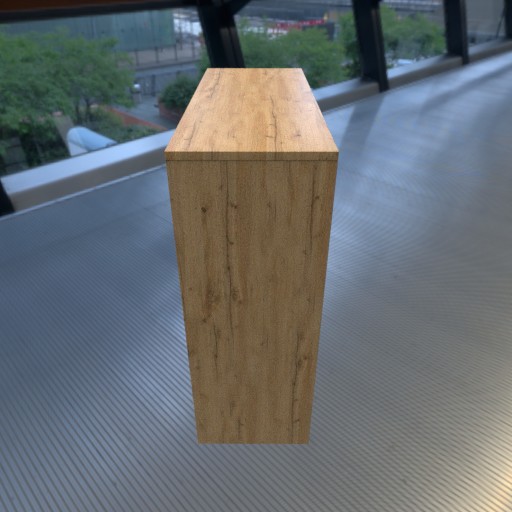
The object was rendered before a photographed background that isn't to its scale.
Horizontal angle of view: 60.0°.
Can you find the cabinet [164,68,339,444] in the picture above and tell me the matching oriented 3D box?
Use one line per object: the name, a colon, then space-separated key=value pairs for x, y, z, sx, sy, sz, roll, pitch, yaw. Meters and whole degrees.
cabinet: x=0.000 y=0.000 z=2.020 sx=0.473 sy=1.397 sz=1.168 roll=0 pitch=33 yaw=0
